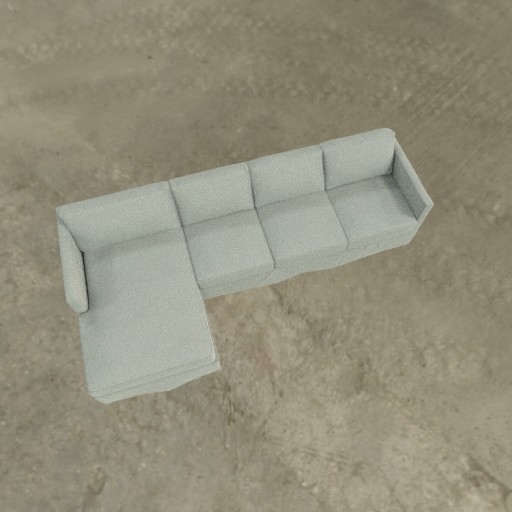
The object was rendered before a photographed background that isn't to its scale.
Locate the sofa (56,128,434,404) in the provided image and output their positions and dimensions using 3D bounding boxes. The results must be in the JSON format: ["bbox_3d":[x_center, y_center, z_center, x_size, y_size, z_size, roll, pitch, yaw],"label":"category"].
[{"bbox_3d":[0.000,0.000,3.932,3.205,0.922,1.650,-15,64,-8],"label":"sofa"}]
